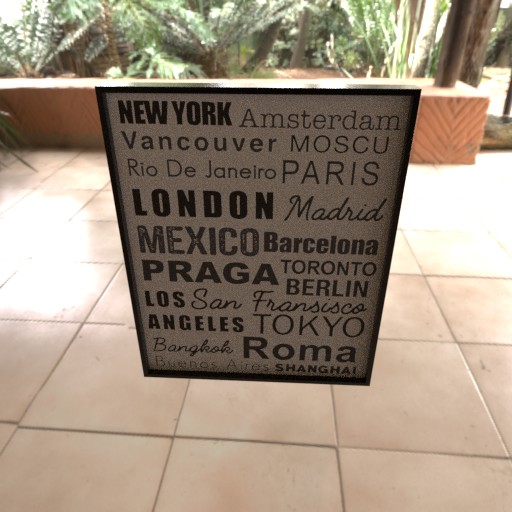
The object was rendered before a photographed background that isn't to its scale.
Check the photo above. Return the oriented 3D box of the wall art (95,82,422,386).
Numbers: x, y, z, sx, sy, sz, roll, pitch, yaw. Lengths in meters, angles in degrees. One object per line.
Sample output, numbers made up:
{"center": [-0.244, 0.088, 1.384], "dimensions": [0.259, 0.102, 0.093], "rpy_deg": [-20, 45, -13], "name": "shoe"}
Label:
{"center": [0.000, 0.000, 0.758], "dimensions": [0.448, 0.551, 0.038], "rpy_deg": [2, 30, 3], "name": "wall art"}
